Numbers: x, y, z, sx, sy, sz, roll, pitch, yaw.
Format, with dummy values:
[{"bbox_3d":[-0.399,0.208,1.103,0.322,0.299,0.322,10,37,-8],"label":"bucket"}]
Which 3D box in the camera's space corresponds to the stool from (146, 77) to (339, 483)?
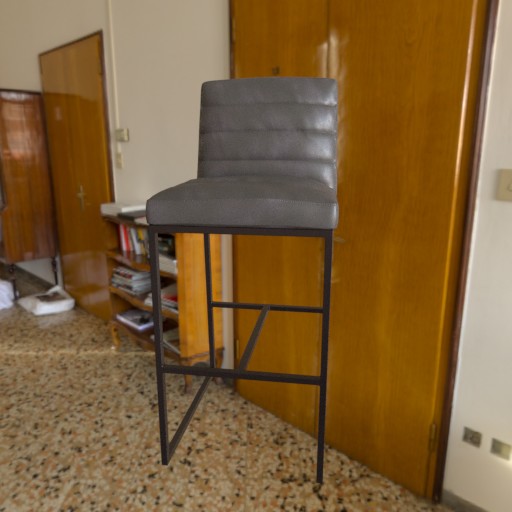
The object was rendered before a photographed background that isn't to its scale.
[{"bbox_3d":[0.000,0.000,1.313,0.463,1.065,0.562,2,14,9],"label":"stool"}]
